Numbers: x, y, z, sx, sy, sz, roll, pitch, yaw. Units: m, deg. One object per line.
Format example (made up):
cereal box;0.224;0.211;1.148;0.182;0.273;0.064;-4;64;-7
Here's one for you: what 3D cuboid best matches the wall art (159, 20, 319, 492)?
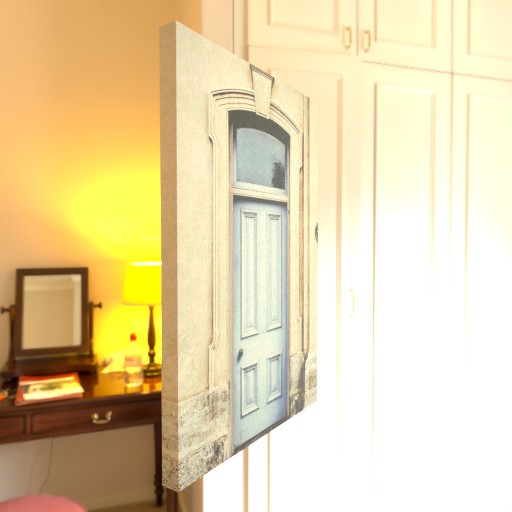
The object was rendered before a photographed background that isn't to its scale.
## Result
wall art;0.000;0.000;0.937;0.038;0.764;0.508;1;2;34
